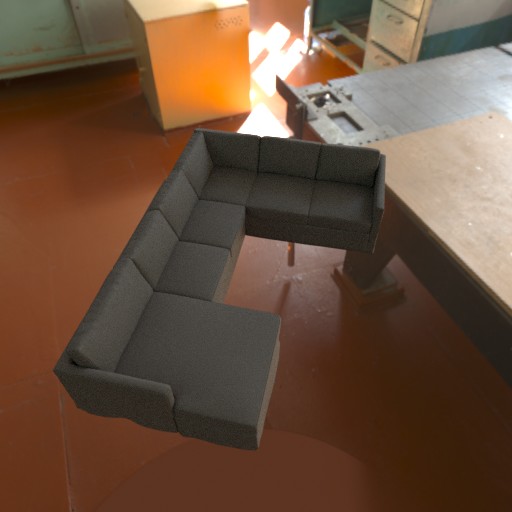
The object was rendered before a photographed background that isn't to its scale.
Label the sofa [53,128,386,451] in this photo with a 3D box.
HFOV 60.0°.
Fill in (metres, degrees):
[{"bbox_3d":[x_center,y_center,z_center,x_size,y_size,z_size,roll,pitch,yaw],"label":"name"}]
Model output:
[{"bbox_3d":[0.000,0.000,4.531,2.476,0.878,3.528,9,48,9],"label":"sofa"}]
